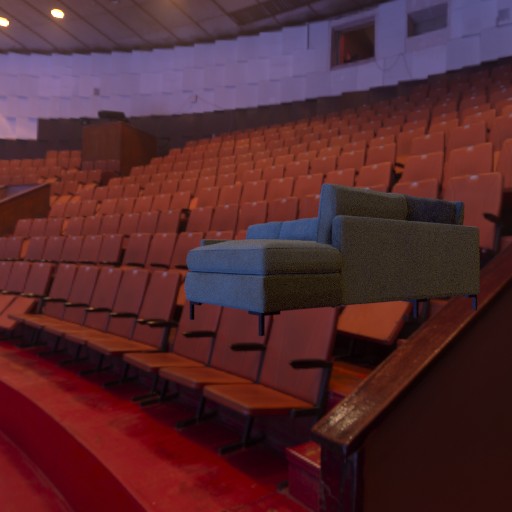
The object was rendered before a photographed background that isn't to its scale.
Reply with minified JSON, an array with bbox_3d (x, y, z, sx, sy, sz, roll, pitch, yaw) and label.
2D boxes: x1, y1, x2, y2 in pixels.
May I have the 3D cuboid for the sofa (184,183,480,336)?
[{"bbox_3d":[0.000,0.000,3.255,1.707,0.687,2.486,0,-1,-35],"label":"sofa"}]
